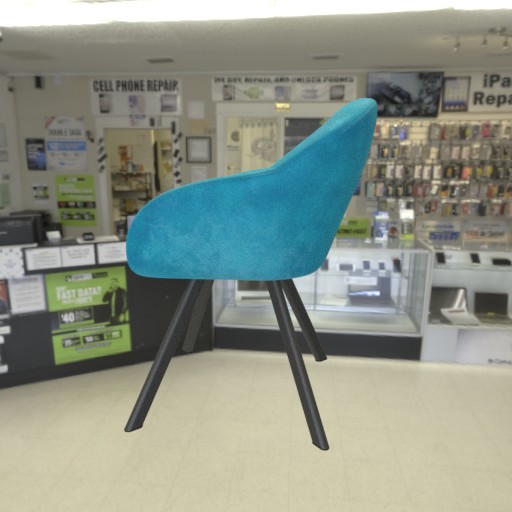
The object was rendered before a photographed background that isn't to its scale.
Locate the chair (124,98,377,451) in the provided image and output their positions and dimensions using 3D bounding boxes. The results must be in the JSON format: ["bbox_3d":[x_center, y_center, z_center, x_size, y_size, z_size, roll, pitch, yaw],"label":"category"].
[{"bbox_3d":[0.000,0.000,1.195,0.590,0.795,0.550,2,13,8],"label":"chair"}]
